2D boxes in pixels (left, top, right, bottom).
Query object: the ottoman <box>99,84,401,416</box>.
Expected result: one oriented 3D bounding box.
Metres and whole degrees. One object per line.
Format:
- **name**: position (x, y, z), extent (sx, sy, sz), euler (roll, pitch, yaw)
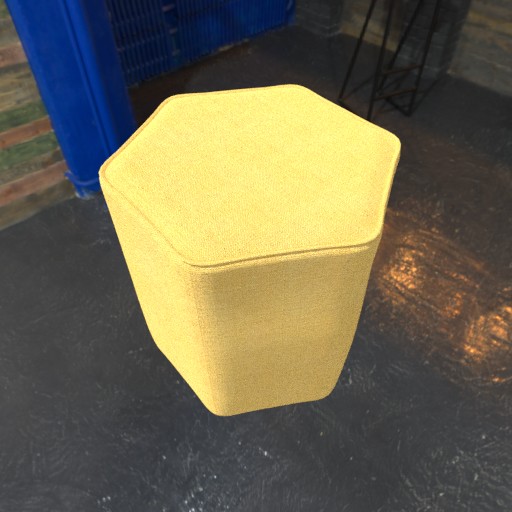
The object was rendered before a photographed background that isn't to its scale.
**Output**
- **ottoman**: position (0.000, 0.000, 0.883), extent (0.443, 0.502, 0.494), euler (-32, 56, -26)
